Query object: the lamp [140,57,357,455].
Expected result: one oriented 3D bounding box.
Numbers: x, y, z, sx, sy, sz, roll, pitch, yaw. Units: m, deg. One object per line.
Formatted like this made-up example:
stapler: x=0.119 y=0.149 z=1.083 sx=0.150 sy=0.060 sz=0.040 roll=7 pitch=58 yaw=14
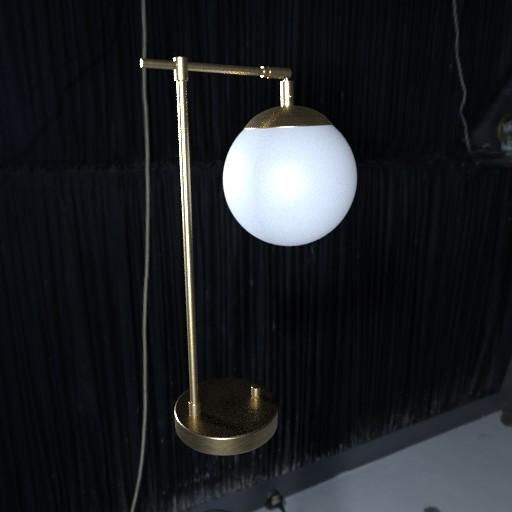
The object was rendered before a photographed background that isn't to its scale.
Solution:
lamp: x=0.000 y=0.000 z=0.696 sx=0.324 sy=0.559 sz=0.207 roll=-8 pitch=17 yaw=-27
